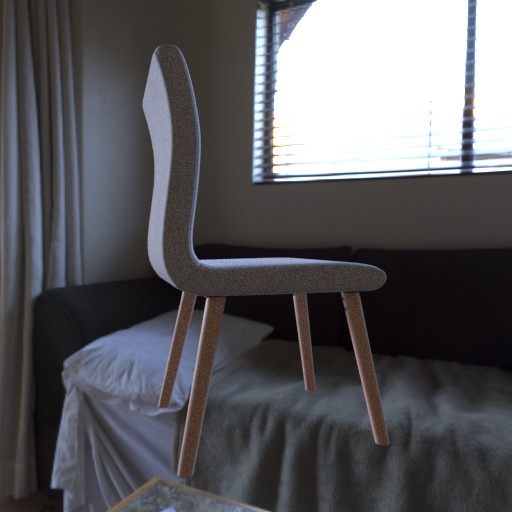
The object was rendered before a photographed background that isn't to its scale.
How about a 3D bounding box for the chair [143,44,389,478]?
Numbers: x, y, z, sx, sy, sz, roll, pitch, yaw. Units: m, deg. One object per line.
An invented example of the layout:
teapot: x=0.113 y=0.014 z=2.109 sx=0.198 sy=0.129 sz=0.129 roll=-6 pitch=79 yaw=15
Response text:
chair: x=0.000 y=0.000 z=1.160 sx=0.550 sy=0.885 sz=0.435 roll=-1 pitch=2 yaw=-18
